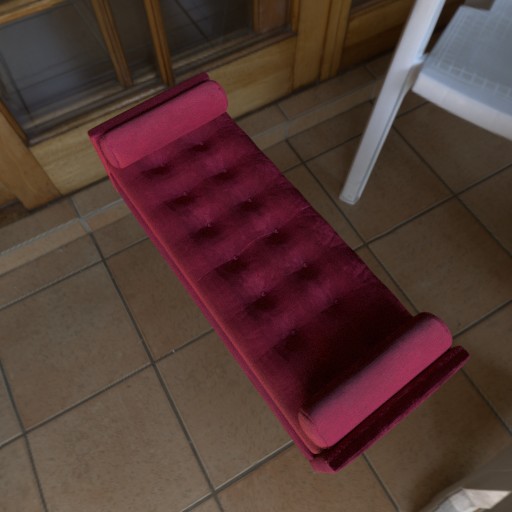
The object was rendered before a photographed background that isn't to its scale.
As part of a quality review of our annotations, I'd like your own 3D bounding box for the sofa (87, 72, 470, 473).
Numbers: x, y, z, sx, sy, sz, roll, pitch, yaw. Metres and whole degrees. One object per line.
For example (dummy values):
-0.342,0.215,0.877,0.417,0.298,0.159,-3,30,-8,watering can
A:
0.000,0.000,2.412,0.796,0.705,2.102,-33,69,-15,sofa
